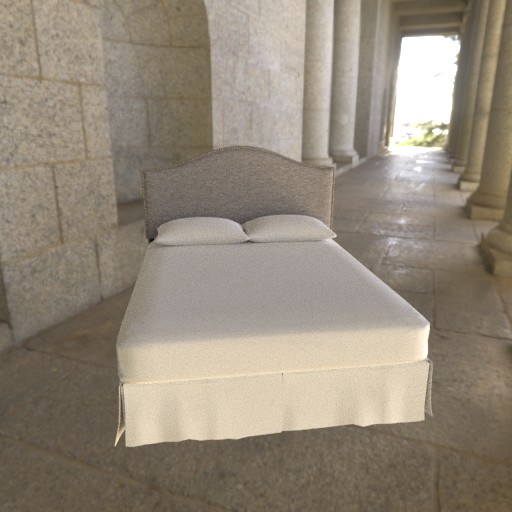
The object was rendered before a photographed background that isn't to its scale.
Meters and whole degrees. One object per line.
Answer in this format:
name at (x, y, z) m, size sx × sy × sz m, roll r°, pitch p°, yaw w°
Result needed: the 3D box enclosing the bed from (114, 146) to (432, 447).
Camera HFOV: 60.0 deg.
bed at (0.000, 0.000, 2.872) m, size 1.610 × 1.295 × 1.870 m, roll -2°, pitch 17°, yaw -8°
